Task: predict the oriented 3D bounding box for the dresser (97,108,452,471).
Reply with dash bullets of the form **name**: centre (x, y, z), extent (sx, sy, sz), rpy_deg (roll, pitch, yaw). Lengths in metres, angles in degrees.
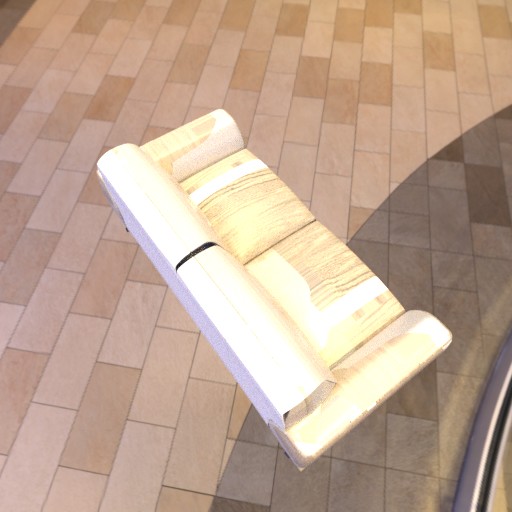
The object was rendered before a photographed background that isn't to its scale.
- **dresser**: centre (0.000, 0.000, 5.820), extent (2.251, 1.863, 4.679), rpy_deg (-32, 64, -18)
